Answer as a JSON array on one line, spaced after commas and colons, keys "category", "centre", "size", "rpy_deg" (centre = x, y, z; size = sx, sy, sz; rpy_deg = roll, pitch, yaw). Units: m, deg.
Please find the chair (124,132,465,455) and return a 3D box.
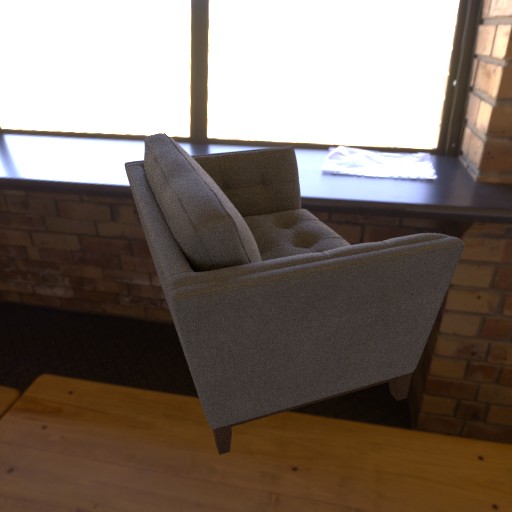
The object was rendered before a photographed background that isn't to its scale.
[{"category": "chair", "centre": [0.000, 0.000, 2.020], "size": [0.965, 0.942, 1.396], "rpy_deg": [-10, 29, -18]}]
